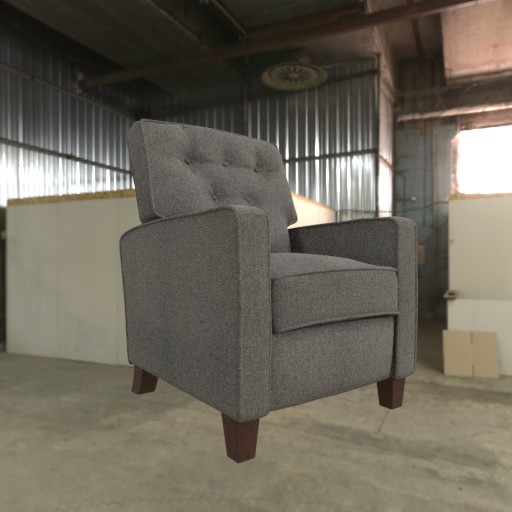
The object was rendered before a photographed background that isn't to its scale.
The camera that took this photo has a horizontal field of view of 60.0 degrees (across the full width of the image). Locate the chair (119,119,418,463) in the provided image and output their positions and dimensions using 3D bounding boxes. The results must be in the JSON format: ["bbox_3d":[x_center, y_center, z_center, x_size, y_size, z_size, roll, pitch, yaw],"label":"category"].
[{"bbox_3d":[0.000,0.000,1.390,0.650,0.889,0.775,-1,1,-37],"label":"chair"}]
